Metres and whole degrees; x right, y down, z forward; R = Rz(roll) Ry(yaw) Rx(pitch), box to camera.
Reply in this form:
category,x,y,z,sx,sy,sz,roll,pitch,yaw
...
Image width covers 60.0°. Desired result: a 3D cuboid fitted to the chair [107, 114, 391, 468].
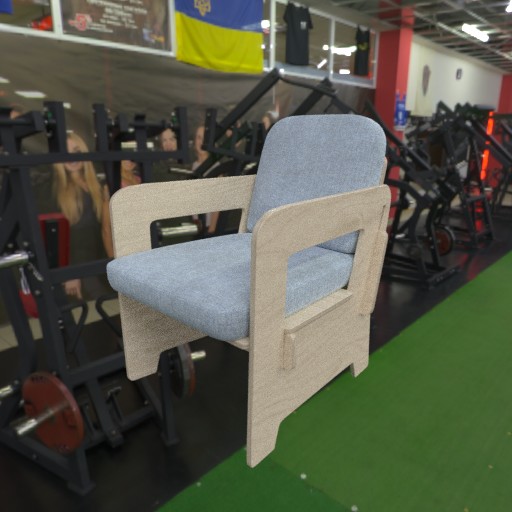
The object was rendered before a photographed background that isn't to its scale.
category,x,y,z,sx,sy,sz,roll,pitch,yaw
chair,0.000,0.000,1.295,0.590,0.800,0.710,15,22,42
